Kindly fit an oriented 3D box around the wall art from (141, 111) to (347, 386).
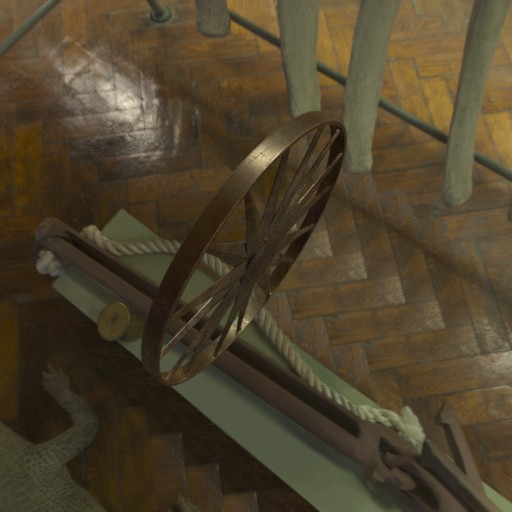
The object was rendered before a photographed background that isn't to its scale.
[{"bbox_3d":[0.000,0.000,0.863,0.084,0.583,0.582,35,76,10],"label":"wall art"}]
